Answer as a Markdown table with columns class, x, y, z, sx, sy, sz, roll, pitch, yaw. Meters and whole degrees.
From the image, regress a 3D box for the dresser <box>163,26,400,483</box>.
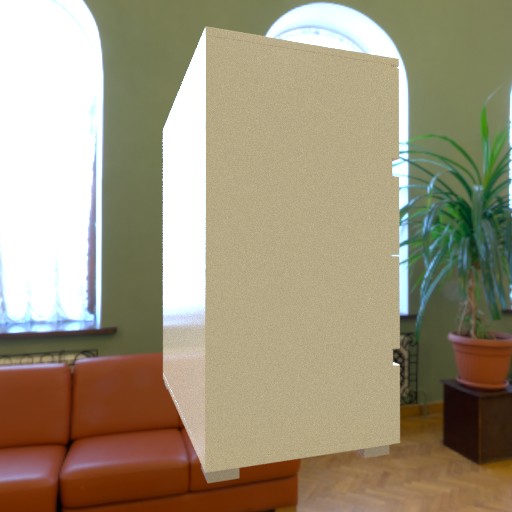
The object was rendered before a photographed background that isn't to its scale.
| class | x | y | z | sx | sy | sz | roll | pitch | yaw |
| --- | --- | --- | --- | --- | --- | --- | --- | --- | --- |
| dresser | 0.000 | 0.000 | 1.145 | 0.400 | 0.800 | 0.650 | 0 | 0 | -18 |
